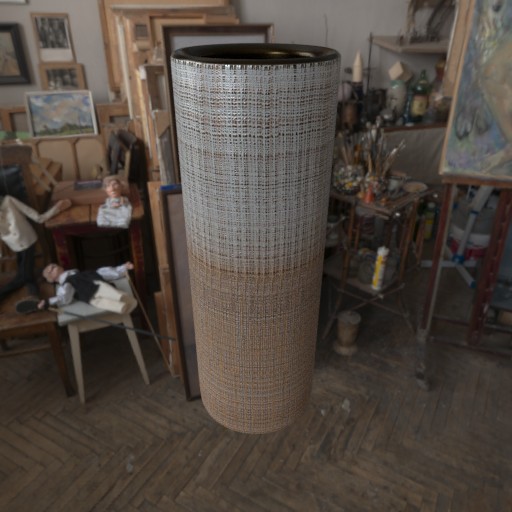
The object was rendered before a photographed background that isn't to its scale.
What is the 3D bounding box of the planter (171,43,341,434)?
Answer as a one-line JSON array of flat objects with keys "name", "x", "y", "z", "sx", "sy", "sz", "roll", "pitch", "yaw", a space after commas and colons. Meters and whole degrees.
[{"name": "planter", "x": 0.000, "y": 0.000, "z": 0.328, "sx": 0.099, "sy": 0.278, "sz": 0.099, "roll": 20, "pitch": 36, "yaw": 31}]
